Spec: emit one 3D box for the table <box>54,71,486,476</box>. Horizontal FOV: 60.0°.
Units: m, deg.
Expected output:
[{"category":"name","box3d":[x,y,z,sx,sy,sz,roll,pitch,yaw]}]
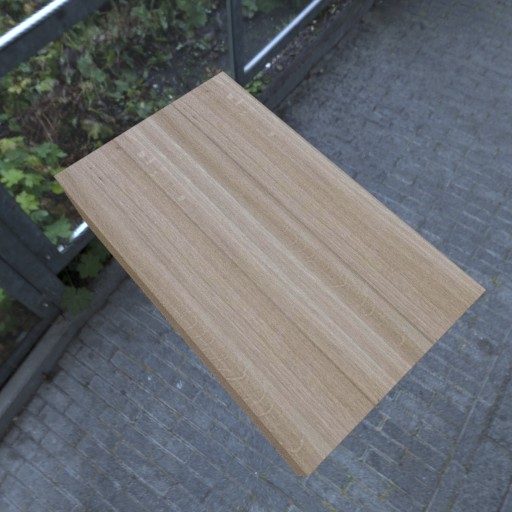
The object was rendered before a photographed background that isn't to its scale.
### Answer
[{"category":"table","box3d":[0.000,0.000,1.437,0.678,0.353,1.110,-39,70,-17]}]
